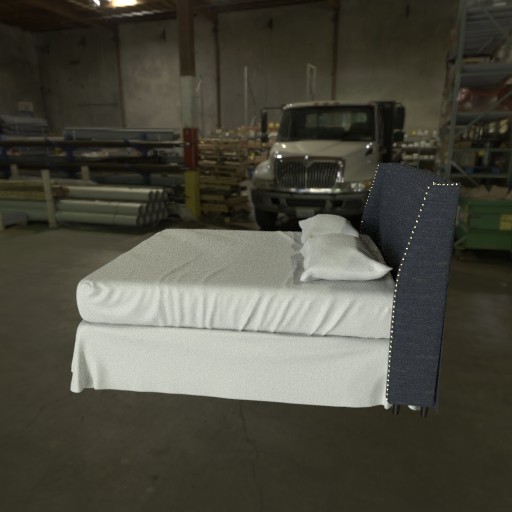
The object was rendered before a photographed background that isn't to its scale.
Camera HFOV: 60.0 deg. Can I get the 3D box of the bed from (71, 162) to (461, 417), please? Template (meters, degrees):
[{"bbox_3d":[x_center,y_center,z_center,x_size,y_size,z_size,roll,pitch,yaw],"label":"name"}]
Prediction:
[{"bbox_3d":[0.000,0.000,3.343,2.276,1.332,1.925,2,15,7],"label":"bed"}]
